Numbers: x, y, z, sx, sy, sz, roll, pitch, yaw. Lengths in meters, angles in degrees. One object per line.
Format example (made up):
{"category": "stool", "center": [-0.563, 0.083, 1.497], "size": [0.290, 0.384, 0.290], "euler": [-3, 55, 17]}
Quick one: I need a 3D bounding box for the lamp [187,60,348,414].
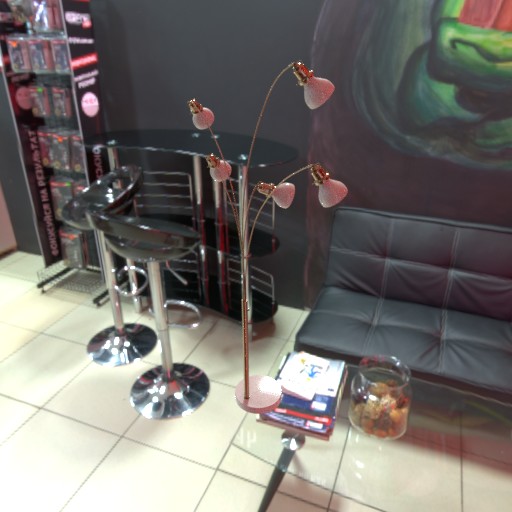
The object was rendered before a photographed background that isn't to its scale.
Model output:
{"category": "lamp", "center": [0.000, 0.000, 2.947], "size": [0.361, 2.423, 1.405], "euler": [-18, 31, -32]}
